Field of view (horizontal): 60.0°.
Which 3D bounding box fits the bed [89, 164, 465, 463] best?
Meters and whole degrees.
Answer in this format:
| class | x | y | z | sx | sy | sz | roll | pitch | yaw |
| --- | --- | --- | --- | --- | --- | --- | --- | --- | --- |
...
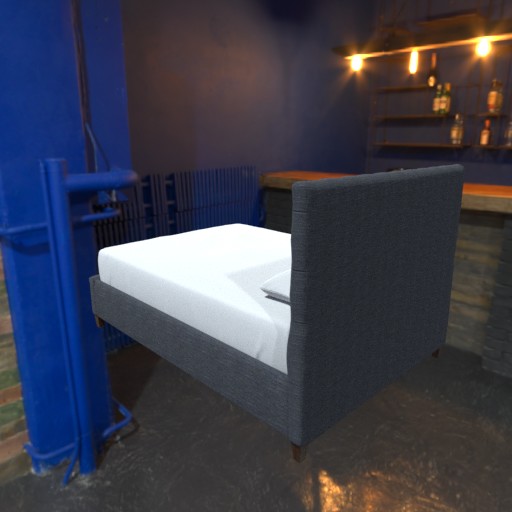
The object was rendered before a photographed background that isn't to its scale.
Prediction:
| class | x | y | z | sx | sy | sz | roll | pitch | yaw |
| --- | --- | --- | --- | --- | --- | --- | --- | --- | --- |
| bed | 0.000 | 0.000 | 3.433 | 1.698 | 1.427 | 2.387 | -14 | 21 | -42 |
